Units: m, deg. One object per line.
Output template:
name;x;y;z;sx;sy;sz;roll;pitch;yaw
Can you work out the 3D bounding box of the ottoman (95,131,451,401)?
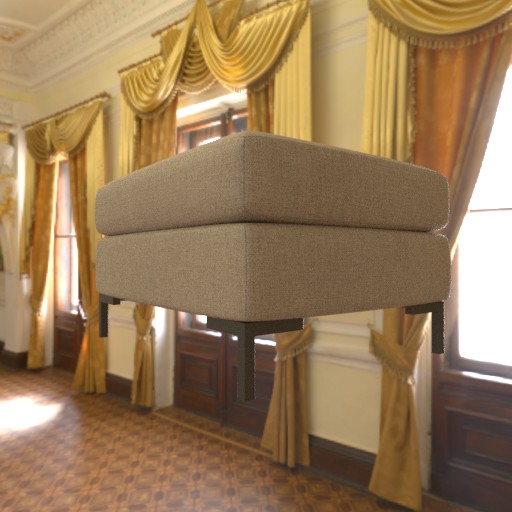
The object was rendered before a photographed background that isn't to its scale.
ottoman;0.000;0.000;1.236;0.671;0.490;0.820;0;0;-37
